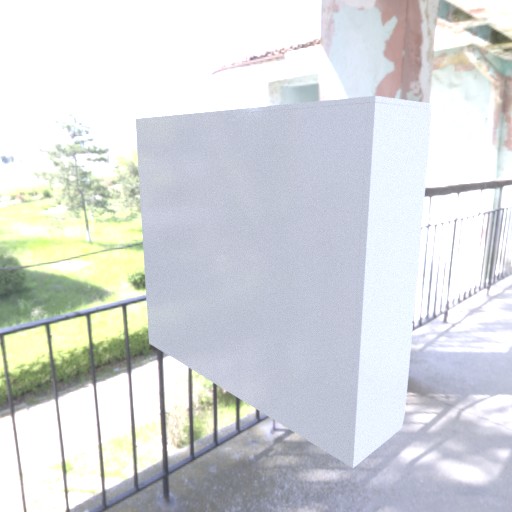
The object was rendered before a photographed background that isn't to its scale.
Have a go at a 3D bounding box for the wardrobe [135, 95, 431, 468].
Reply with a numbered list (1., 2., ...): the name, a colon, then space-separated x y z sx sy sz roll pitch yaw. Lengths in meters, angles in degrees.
1. wardrobe: 0.000 0.000 1.946 0.360 1.200 1.340 -13 19 -42
